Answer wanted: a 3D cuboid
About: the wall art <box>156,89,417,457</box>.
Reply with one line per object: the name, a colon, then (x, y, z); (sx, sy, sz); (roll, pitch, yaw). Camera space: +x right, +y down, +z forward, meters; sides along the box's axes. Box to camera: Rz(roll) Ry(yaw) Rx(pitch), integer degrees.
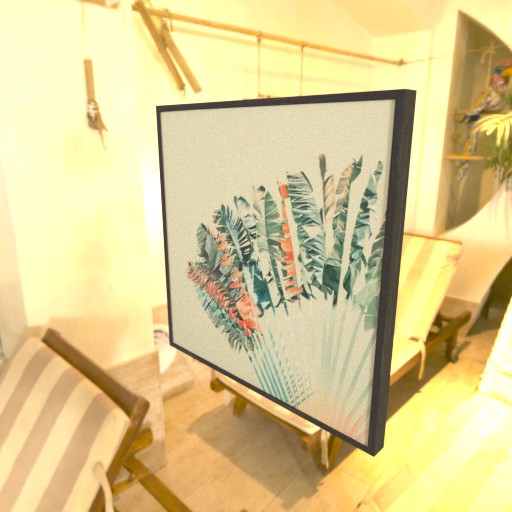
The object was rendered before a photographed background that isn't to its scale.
wall art: (0.000, 0.000, 1.139); (0.762, 0.758, 0.043); (15, 21, 42)
